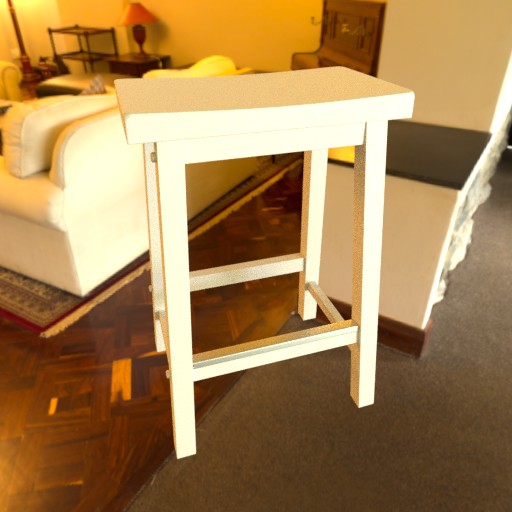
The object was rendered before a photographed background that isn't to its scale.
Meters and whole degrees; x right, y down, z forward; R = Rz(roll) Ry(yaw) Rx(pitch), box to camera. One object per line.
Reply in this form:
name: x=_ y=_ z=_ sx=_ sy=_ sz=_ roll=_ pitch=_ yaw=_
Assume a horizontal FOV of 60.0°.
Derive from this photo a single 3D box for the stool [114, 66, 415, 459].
stool: x=0.000 y=0.000 z=0.831 sx=0.406 sy=0.610 sz=0.322 roll=-10 pitch=33 yaw=-15
